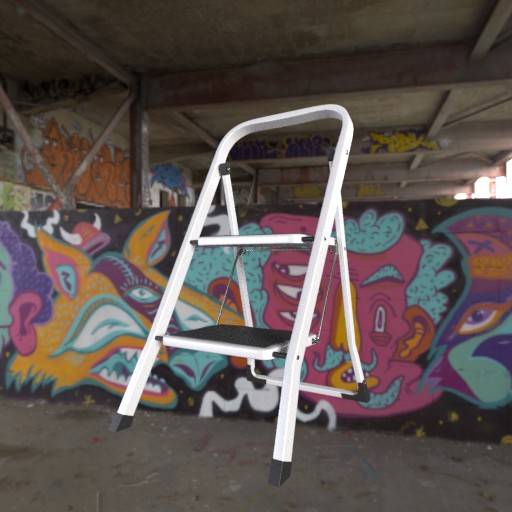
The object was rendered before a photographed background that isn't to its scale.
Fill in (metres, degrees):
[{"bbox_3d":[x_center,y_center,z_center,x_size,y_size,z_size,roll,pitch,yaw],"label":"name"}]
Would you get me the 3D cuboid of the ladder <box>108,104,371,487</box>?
[{"bbox_3d":[0.000,0.000,1.127,0.460,0.810,0.544,0,0,34],"label":"ladder"}]
